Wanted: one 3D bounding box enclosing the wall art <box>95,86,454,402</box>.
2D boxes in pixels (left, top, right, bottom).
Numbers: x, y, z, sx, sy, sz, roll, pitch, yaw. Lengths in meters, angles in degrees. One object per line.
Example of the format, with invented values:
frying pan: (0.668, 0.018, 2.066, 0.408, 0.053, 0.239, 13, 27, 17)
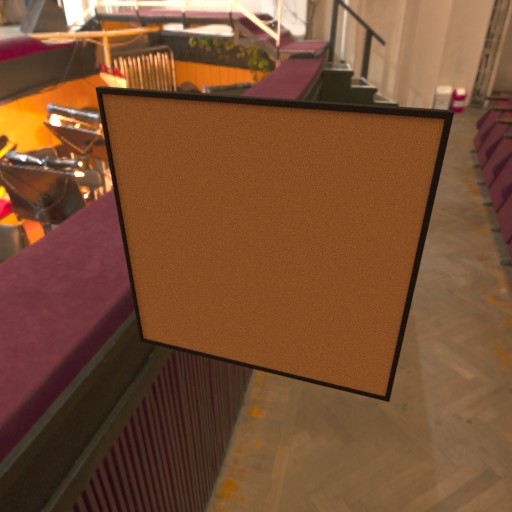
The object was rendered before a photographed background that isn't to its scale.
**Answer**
wall art: (0.000, 0.000, 0.666, 0.458, 0.457, 0.013, 10, 32, 16)
